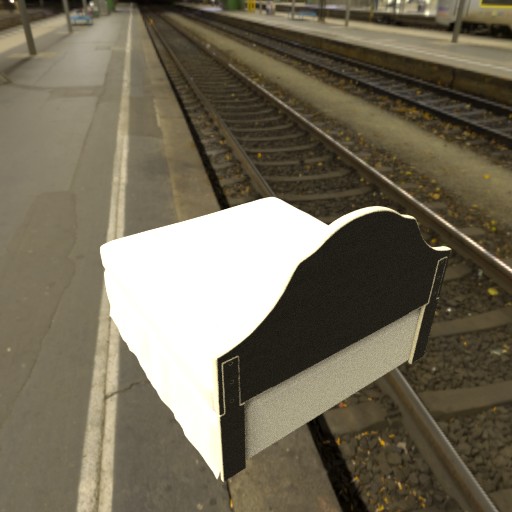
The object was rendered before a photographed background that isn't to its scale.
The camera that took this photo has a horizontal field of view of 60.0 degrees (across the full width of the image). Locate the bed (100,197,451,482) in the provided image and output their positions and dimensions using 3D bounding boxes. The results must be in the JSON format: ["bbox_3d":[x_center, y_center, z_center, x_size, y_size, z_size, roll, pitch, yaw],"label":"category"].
[{"bbox_3d":[0.000,0.000,3.520,2.012,1.555,2.086,-19,36,-29],"label":"bed"}]
